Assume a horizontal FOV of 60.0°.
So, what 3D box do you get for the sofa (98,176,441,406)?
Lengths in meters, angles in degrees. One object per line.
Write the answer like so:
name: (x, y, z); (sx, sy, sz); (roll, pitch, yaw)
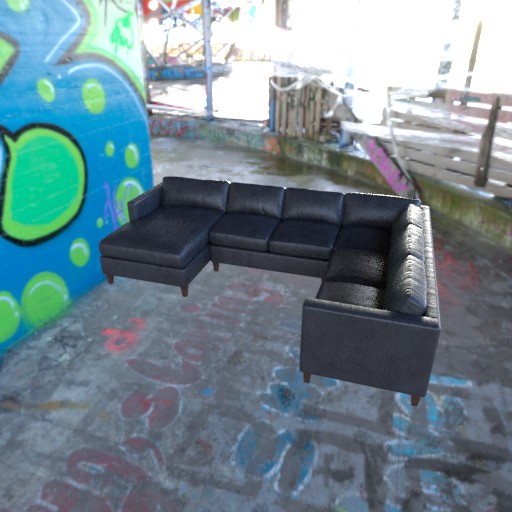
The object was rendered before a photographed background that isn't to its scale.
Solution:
sofa: (0.000, 0.000, 4.524); (3.324, 0.891, 2.452); (8, 28, 16)
